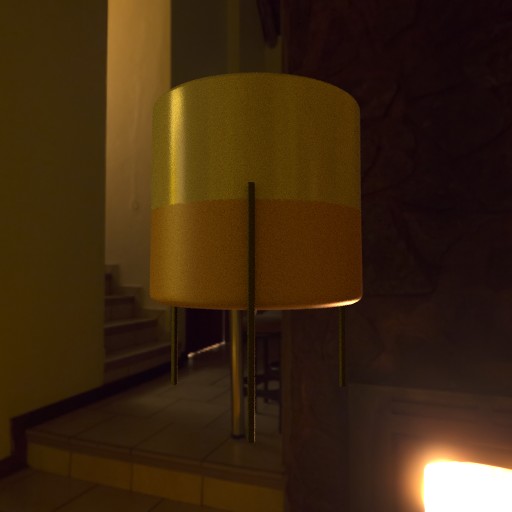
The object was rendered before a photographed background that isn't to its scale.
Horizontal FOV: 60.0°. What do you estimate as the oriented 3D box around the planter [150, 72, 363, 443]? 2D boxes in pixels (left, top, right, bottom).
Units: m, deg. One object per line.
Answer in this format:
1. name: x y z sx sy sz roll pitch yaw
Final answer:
1. planter: 0.000 0.000 0.742 0.348 0.480 0.360 0 -2 2
